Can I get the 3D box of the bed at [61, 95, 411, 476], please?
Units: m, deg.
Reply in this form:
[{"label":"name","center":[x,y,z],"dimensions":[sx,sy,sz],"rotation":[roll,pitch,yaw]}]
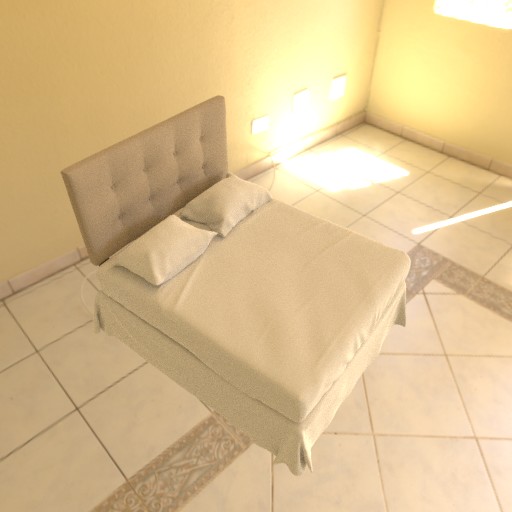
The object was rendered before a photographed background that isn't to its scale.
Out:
[{"label":"bed","center":[0.000,0.000,3.482],"dimensions":[2.222,1.577,1.936],"rotation":[27,48,27]}]
